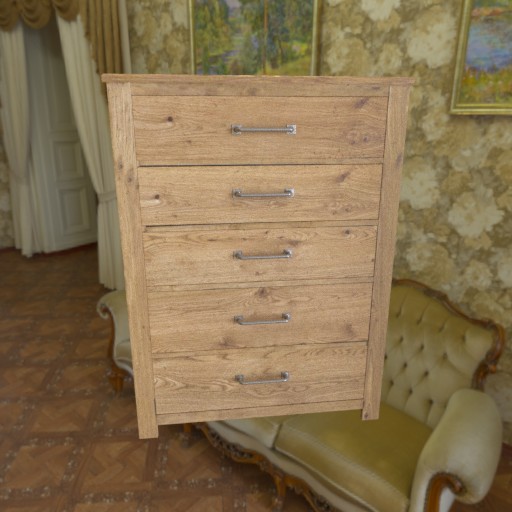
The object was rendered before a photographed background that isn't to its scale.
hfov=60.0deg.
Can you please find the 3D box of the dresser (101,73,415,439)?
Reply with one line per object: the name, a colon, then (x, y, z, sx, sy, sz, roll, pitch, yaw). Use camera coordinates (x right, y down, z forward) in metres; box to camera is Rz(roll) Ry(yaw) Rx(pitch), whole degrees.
dresser: (0.000, 0.000, 1.945, 1.081, 1.431, 0.558, -2, 17, -7)
